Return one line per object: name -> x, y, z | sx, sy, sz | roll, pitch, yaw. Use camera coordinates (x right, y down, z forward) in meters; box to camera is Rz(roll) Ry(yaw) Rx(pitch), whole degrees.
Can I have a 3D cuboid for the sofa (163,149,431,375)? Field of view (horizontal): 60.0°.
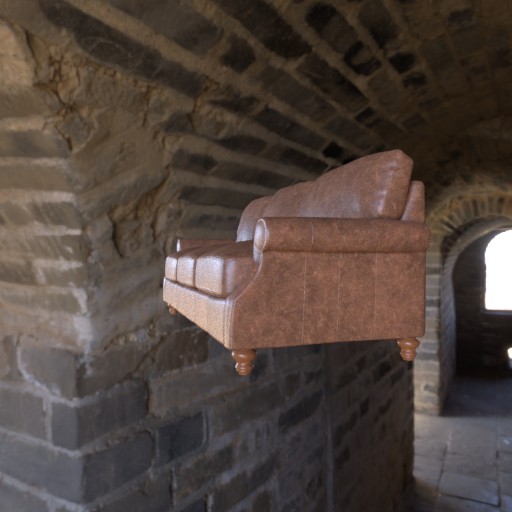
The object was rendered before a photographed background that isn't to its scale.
sofa -> 0.000, 0.000, 2.923 | 0.973, 0.977, 2.351 | 0, 0, -19
